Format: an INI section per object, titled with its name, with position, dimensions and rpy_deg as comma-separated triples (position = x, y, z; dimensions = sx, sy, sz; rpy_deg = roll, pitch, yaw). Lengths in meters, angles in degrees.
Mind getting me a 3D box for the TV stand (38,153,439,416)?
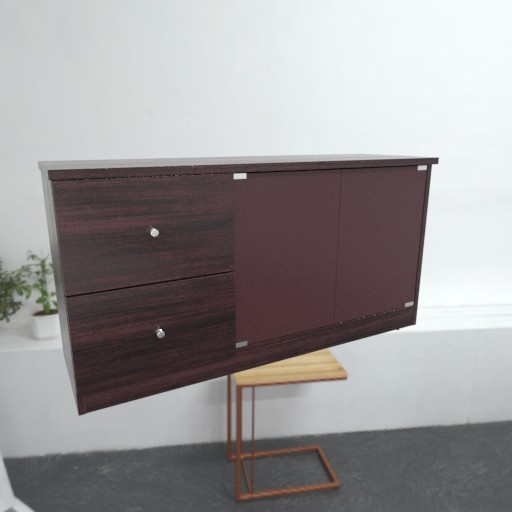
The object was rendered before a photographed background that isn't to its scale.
[TV stand]
position = 0.000, 0.000, 1.440
dimensions = 1.192, 0.614, 0.404
rpy_deg = -8, 17, -27
